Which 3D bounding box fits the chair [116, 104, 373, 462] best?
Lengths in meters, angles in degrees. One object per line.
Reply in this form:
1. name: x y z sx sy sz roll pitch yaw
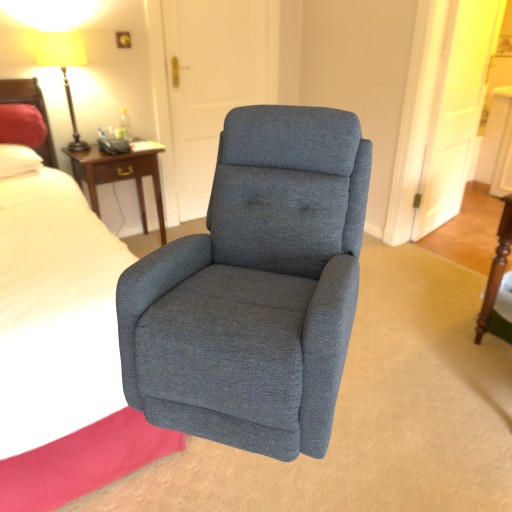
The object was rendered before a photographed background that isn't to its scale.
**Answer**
1. chair: 0.000 0.000 1.721 0.798 1.013 1.043 9 28 17
